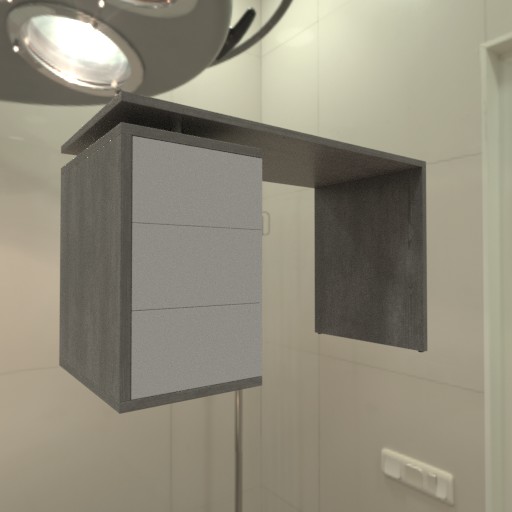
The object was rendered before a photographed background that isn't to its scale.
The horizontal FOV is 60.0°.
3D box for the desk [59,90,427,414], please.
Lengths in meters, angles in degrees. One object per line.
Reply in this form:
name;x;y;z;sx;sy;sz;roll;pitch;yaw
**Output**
desk;0.000;0.000;1.607;1.200;0.740;0.600;1;-1;-36
